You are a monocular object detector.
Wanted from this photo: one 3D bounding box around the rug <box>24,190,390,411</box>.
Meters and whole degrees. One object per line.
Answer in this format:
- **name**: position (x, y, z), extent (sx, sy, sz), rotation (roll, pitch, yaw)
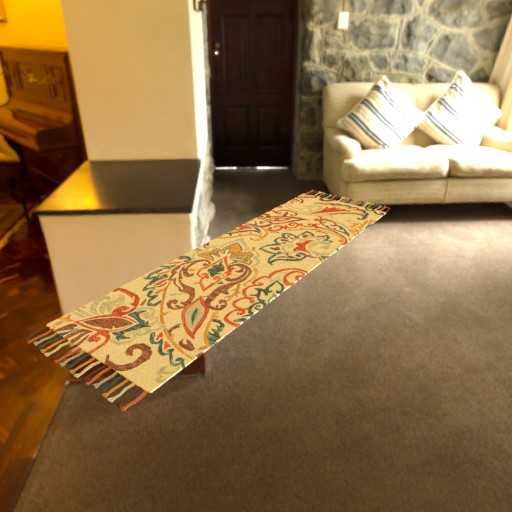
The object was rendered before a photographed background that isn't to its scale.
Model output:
- **rug**: position (0.000, 0.000, 2.845), extent (0.763, 0.015, 2.682), rotation (19, 33, 32)
